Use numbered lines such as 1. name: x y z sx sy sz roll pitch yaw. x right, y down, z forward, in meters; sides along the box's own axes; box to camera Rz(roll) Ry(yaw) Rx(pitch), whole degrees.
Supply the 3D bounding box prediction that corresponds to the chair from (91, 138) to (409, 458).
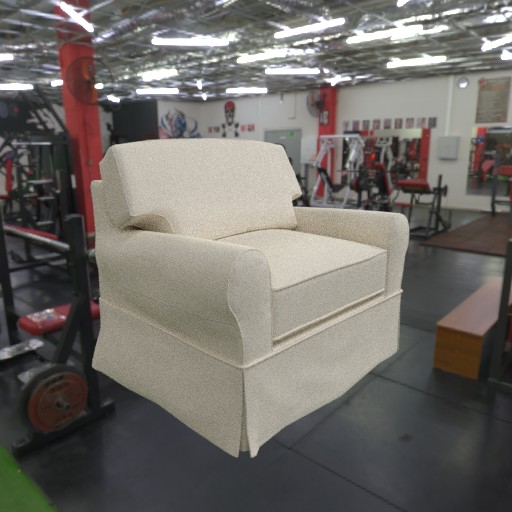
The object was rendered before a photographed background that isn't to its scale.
1. chair: 0.000 0.000 1.858 0.904 0.958 1.099 13 19 42
